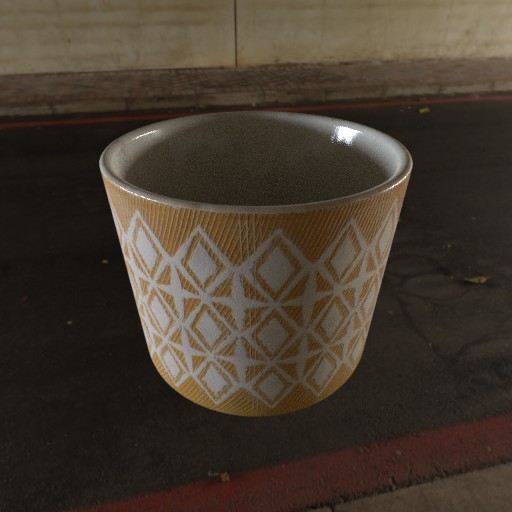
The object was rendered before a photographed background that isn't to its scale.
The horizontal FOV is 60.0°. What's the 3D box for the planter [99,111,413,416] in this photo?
[{"bbox_3d":[0.000,0.000,0.327,0.193,0.165,0.193,0,31,0],"label":"planter"}]
